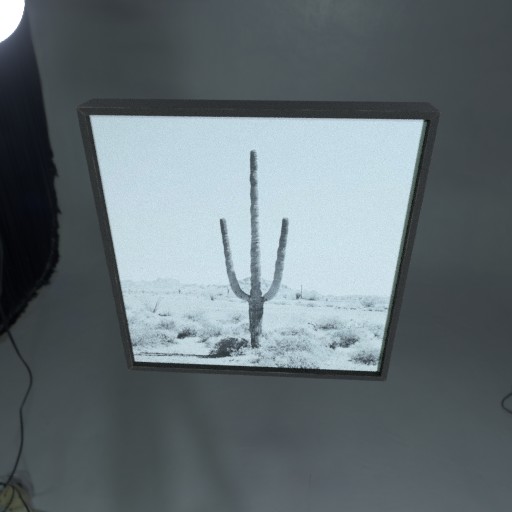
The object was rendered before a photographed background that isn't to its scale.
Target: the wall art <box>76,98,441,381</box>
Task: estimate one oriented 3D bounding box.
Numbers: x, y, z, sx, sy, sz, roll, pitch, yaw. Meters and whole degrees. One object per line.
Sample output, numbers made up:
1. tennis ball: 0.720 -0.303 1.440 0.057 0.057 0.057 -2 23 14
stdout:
1. wall art: 0.000 0.000 0.462 0.305 0.305 0.038 2 30 3
